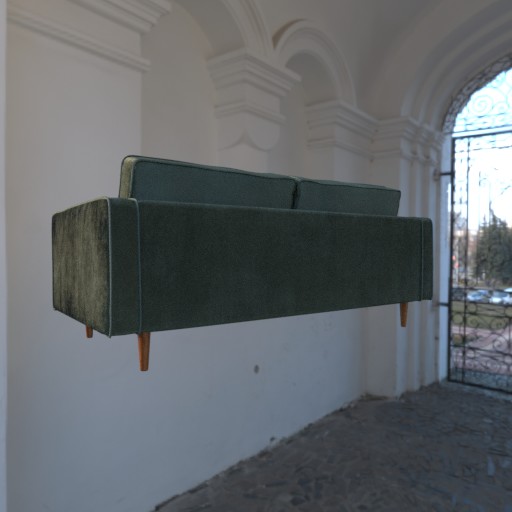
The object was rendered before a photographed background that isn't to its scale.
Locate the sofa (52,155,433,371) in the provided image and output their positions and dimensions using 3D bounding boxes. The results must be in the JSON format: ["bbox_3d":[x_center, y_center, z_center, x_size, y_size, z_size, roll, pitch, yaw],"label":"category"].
[{"bbox_3d":[0.000,0.000,2.278,1.816,0.781,0.886,-1,1,-36],"label":"sofa"}]
